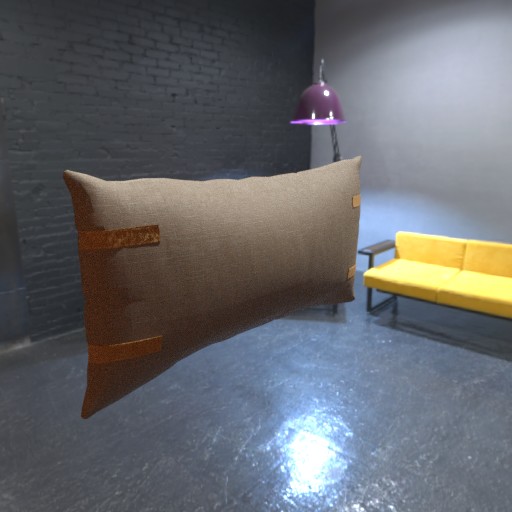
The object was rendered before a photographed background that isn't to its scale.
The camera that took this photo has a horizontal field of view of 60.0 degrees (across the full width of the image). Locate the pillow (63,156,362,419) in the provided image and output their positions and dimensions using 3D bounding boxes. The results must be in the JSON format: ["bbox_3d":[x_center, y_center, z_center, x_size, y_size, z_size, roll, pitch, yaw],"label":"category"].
[{"bbox_3d":[0.000,0.000,0.721,0.148,0.308,0.612,13,19,43],"label":"pillow"}]
